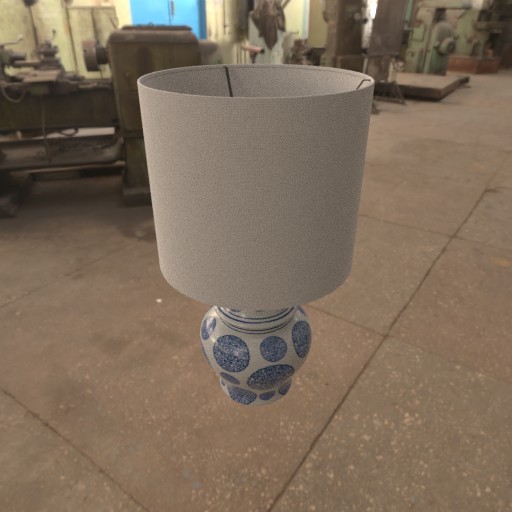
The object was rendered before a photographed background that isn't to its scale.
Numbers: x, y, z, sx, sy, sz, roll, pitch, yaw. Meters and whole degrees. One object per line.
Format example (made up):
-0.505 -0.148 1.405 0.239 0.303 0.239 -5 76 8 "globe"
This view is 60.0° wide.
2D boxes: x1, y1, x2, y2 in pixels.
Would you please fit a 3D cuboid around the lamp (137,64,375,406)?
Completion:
0.000 0.000 0.504 0.215 0.381 0.215 21 35 32 "lamp"
